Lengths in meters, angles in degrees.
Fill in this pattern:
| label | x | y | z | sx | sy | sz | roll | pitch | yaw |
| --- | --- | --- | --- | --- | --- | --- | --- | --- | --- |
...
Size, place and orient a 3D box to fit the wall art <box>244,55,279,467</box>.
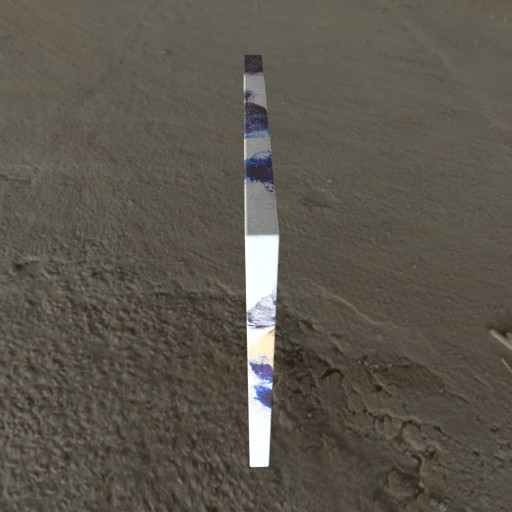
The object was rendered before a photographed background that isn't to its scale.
| label | x | y | z | sx | sy | sz | roll | pitch | yaw |
| --- | --- | --- | --- | --- | --- | --- | --- | --- | --- |
| wall art | 0.000 | 0.000 | 0.923 | 0.039 | 0.609 | 0.609 | -1 | 42 | -1 |
